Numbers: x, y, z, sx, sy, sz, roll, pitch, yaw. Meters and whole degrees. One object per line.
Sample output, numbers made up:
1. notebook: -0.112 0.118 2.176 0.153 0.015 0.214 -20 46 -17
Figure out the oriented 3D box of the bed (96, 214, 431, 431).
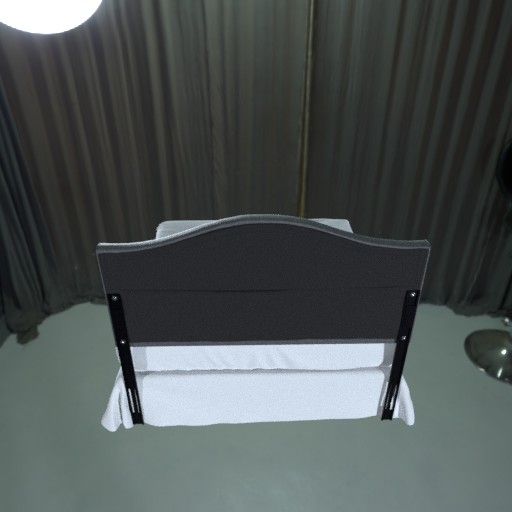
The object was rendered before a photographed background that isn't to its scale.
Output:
1. bed: 0.000 0.000 3.787 2.314 1.651 2.219 -1 30 -1
